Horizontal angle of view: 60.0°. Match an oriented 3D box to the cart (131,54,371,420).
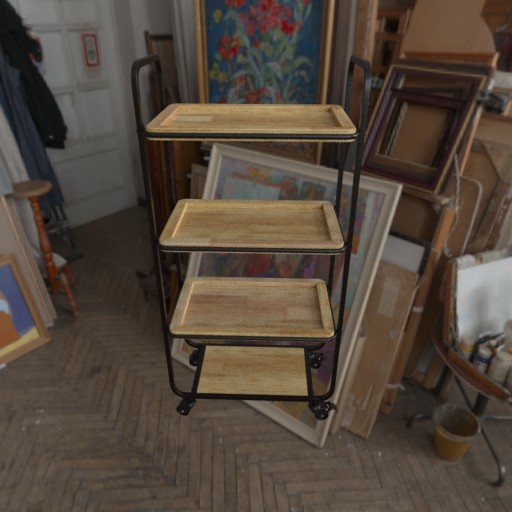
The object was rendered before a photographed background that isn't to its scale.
[{"bbox_3d":[0.000,0.000,1.317,0.545,1.080,0.321,1,29,2],"label":"cart"}]
